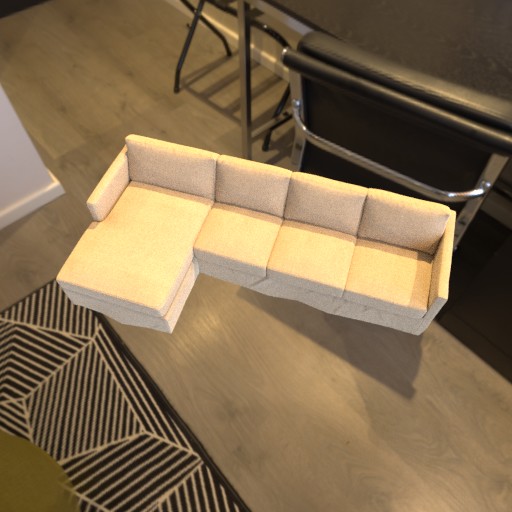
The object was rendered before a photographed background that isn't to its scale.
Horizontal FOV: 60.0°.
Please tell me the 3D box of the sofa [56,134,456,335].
[{"bbox_3d":[0.000,0.000,3.977,3.205,0.922,1.650,15,58,10],"label":"sofa"}]
